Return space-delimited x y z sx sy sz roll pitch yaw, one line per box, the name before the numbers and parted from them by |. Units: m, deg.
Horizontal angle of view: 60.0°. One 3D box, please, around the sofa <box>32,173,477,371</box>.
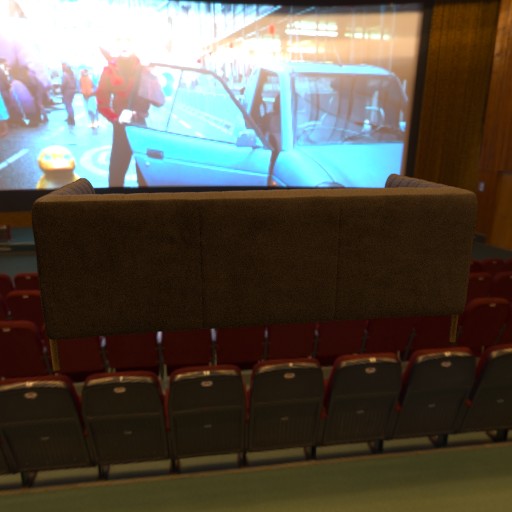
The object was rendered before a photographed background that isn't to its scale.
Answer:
sofa | 0.000 0.000 2.349 1.980 0.780 0.876 -2 16 -8
